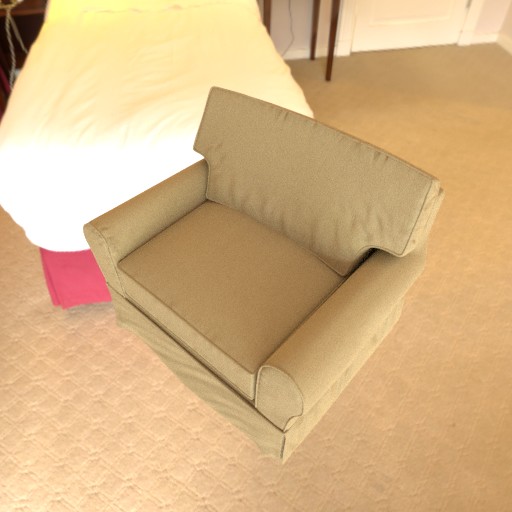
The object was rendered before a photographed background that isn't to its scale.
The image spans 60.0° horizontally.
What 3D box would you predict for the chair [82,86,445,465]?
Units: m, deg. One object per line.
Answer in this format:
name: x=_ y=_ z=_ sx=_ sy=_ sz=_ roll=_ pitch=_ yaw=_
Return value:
chair: x=0.000 y=0.000 z=1.762 sx=1.096 sy=0.937 sz=0.903 roll=33 pitch=55 yaw=26
